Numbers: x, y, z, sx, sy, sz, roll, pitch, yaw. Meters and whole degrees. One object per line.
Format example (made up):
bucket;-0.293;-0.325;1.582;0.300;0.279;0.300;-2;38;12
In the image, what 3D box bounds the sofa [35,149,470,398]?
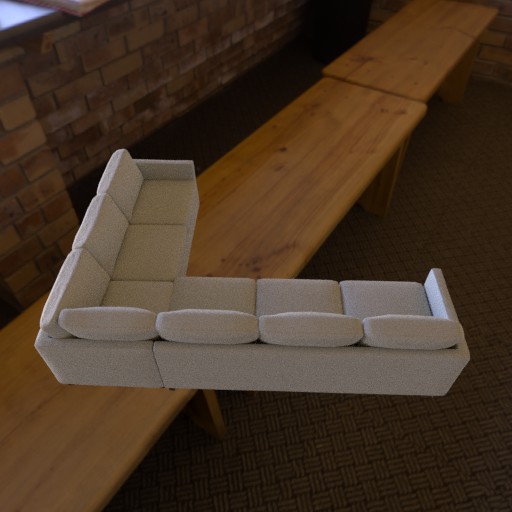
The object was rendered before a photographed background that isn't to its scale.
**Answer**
sofa;0.000;0.000;4.342;3.333;0.934;2.522;1;47;1
